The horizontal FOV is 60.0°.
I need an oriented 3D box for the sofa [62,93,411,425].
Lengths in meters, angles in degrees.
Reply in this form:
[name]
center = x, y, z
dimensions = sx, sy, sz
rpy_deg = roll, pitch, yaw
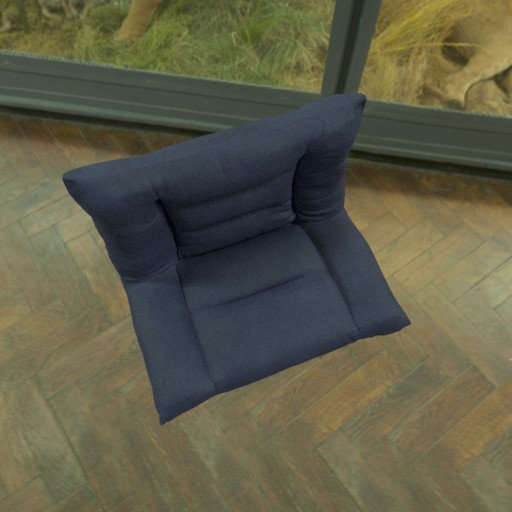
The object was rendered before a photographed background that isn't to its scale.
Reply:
[sofa]
center = 0.000, 0.000, 1.734
dimensions = 1.122, 0.778, 0.849
rpy_deg = -19, 65, -9
